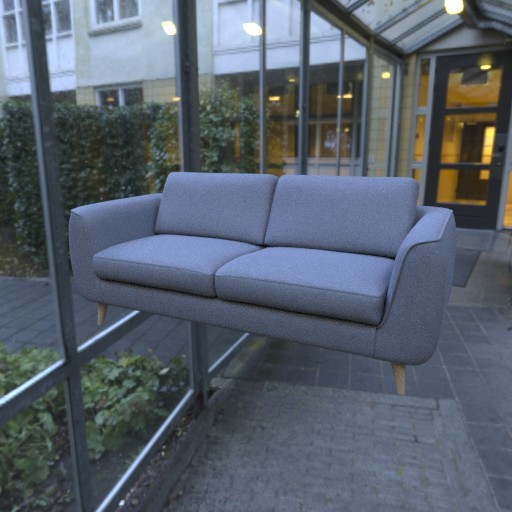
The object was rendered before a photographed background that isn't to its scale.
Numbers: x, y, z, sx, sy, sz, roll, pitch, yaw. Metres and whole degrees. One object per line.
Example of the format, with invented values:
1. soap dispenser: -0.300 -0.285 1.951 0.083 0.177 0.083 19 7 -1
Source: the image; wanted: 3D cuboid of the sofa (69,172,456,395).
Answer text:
1. sofa: 0.000 0.000 2.504 2.000 0.870 0.920 7 15 26
